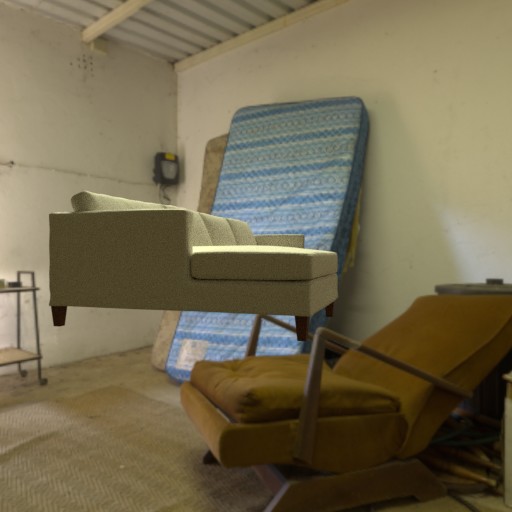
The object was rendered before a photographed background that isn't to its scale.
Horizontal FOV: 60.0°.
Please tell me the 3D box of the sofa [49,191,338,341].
[{"bbox_3d":[0.000,0.000,3.924,1.625,0.846,3.186,0,0,18],"label":"sofa"}]
